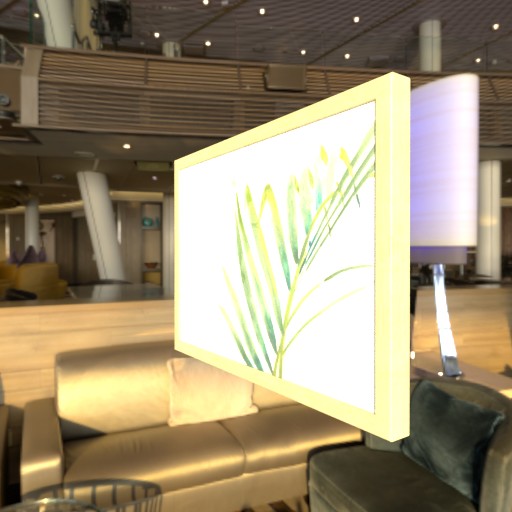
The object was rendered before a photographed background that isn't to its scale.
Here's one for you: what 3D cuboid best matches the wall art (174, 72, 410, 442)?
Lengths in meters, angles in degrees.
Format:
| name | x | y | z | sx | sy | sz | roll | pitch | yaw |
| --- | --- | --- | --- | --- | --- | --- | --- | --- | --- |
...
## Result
| name | x | y | z | sx | sy | sz | roll | pitch | yaw |
| --- | --- | --- | --- | --- | --- | --- | --- | --- | --- |
| wall art | 0.000 | 0.000 | 0.683 | 0.032 | 0.381 | 0.533 | 0 | 0 | -35 |
